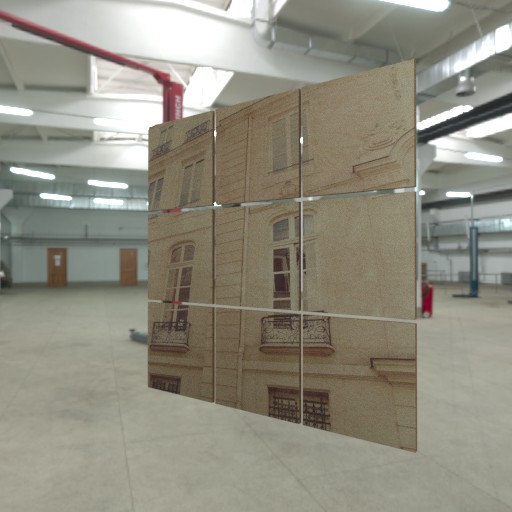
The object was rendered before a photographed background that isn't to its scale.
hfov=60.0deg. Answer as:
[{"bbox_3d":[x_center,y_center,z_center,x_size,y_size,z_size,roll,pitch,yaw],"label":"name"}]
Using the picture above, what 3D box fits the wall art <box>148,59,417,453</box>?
[{"bbox_3d":[0.000,0.000,1.297,0.915,0.913,0.018,0,-1,35],"label":"wall art"}]
